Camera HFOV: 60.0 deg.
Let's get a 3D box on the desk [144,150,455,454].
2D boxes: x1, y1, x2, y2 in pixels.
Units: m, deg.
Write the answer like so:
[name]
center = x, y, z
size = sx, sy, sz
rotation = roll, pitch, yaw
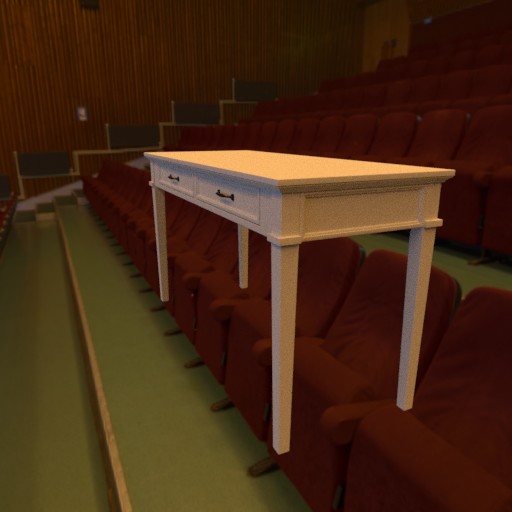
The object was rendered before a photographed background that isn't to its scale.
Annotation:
[desk]
center = 0.000, 0.000, 1.804
size = 0.559, 0.774, 1.372
rotation = -8, 18, -25
